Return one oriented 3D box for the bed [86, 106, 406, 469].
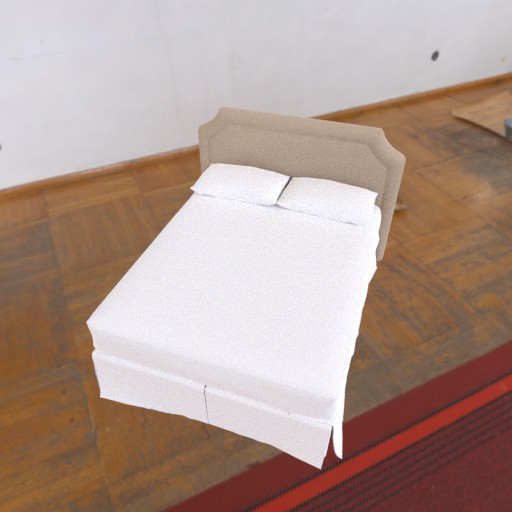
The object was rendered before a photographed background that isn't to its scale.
[{"bbox_3d":[0.000,0.000,3.305,1.828,1.301,2.204,13,42,14],"label":"bed"}]
